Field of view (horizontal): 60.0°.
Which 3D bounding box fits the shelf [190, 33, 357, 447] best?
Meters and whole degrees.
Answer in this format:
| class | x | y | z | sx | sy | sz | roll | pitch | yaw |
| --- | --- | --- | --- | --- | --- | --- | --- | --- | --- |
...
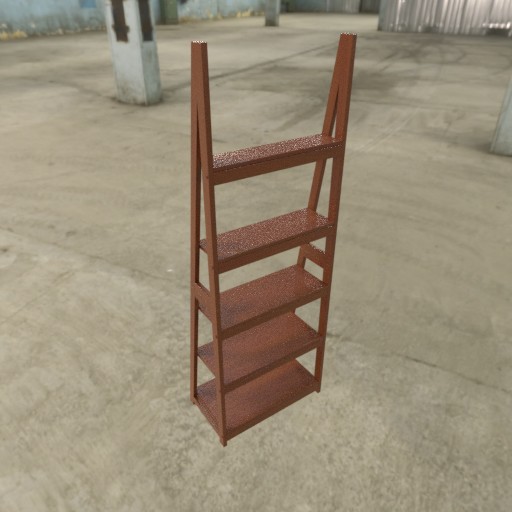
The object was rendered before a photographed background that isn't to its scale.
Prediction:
| class | x | y | z | sx | sy | sz | roll | pitch | yaw |
| --- | --- | --- | --- | --- | --- | --- | --- | --- | --- |
| shelf | 0.000 | 0.000 | 1.988 | 0.630 | 1.780 | 0.356 | -19 | 35 | -29 |
